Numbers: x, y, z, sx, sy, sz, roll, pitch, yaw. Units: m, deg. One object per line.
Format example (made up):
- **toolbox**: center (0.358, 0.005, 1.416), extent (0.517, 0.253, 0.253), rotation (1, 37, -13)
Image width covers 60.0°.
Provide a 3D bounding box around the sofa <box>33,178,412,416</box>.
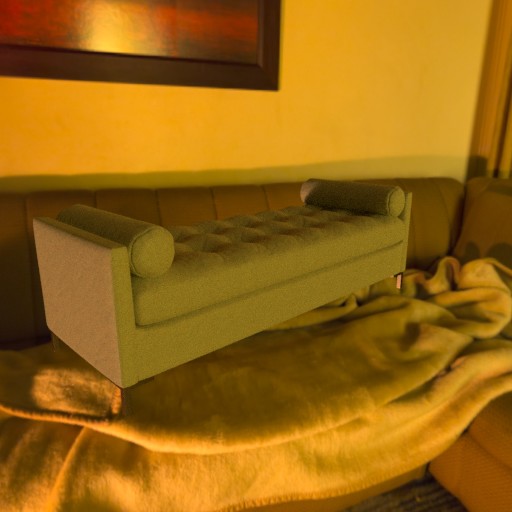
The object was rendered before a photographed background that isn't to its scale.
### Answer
- **sofa**: center (0.000, 0.000, 2.505), extent (2.102, 0.705, 0.796), rotation (-15, 21, -42)
